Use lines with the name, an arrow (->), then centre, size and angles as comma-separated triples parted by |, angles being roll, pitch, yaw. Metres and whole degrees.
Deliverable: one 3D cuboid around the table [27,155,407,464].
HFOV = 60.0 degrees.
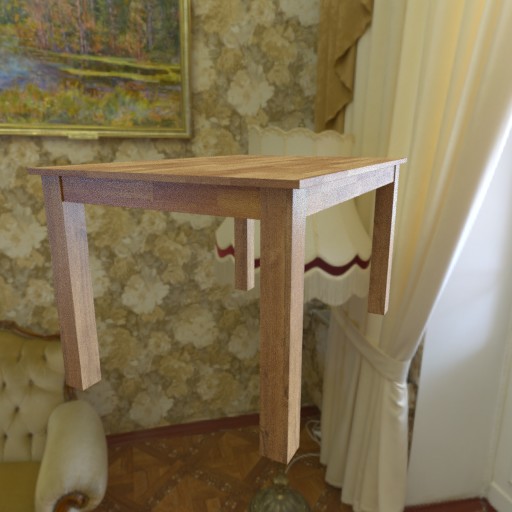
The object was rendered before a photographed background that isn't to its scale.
table -> 0.000, 0.000, 1.804 | 0.900, 0.750, 1.300 | 8, 17, 27
